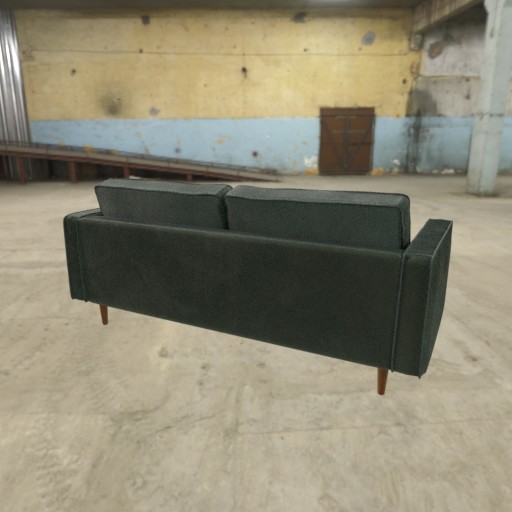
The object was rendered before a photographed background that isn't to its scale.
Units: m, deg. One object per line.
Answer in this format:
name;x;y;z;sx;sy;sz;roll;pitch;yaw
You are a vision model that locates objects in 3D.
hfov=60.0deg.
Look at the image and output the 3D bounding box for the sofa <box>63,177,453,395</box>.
sofa;0.000;0.000;2.292;1.816;0.781;0.886;8;17;26
